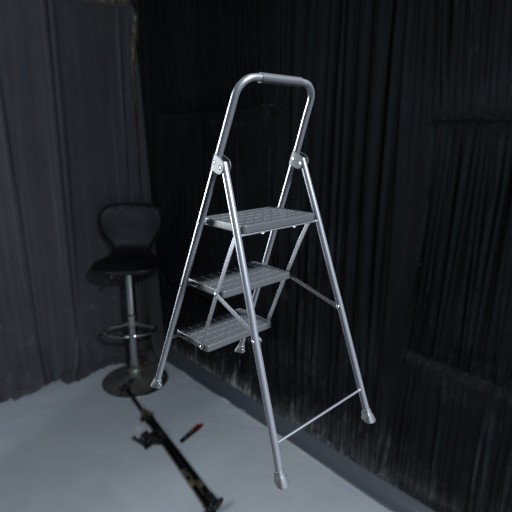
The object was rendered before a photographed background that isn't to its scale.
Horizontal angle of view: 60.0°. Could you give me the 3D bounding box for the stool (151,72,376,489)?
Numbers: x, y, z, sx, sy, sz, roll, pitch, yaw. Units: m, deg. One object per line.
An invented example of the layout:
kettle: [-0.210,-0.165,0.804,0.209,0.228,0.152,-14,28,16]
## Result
stool: [0.000,0.000,1.496,0.473,1.121,0.733,-14,20,-41]
